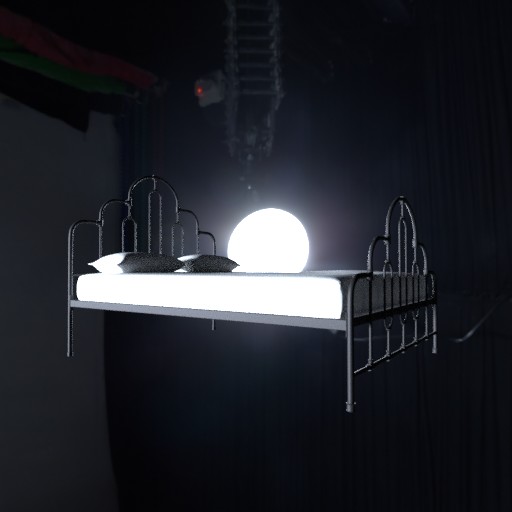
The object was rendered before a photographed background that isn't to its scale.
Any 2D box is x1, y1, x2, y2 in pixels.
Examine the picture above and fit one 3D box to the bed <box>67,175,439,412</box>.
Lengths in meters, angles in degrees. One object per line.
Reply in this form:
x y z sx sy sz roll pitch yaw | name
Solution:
0.000 0.000 3.233 2.163 1.429 1.640 -1 -2 35 | bed
